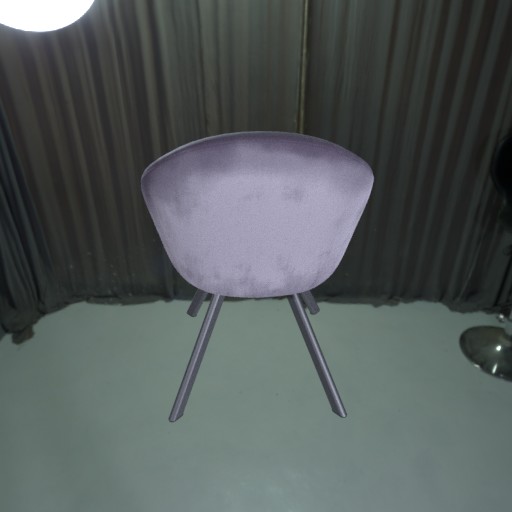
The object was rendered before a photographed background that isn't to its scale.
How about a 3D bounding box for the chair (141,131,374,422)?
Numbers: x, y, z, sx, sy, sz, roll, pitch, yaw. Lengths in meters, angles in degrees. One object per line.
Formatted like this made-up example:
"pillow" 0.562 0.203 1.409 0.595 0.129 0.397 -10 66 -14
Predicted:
"chair" 0.000 0.000 1.189 0.550 0.795 0.590 -1 30 -2
